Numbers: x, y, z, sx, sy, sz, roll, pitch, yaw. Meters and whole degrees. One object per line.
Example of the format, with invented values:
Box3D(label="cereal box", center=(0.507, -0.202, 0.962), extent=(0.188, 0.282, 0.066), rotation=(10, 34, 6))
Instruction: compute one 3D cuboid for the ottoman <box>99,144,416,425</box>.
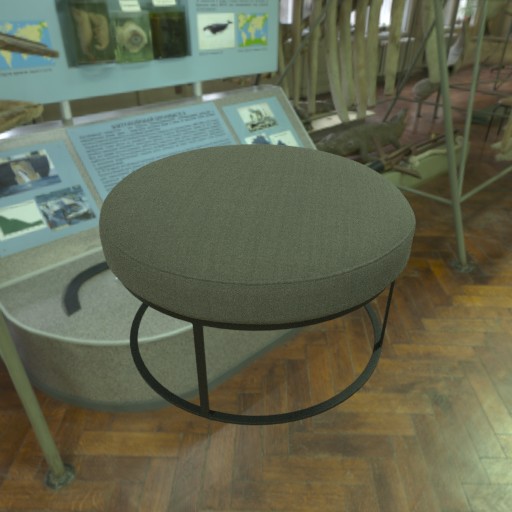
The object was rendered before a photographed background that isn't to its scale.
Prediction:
Box3D(label="ottoman", center=(0.000, 0.000, 1.203), extent=(0.772, 0.460, 0.772), rotation=(0, 31, 0))
